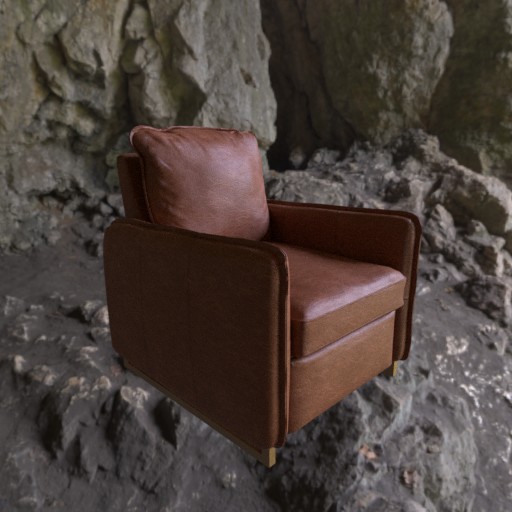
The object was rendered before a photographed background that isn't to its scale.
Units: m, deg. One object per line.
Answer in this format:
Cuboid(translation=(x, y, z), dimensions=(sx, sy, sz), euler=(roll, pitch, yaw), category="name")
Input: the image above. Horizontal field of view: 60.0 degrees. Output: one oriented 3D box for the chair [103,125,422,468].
Cuboid(translation=(0.000, 0.000, 1.621), dimensions=(0.830, 0.922, 0.922), euler=(-14, 20, -43), category="chair")
